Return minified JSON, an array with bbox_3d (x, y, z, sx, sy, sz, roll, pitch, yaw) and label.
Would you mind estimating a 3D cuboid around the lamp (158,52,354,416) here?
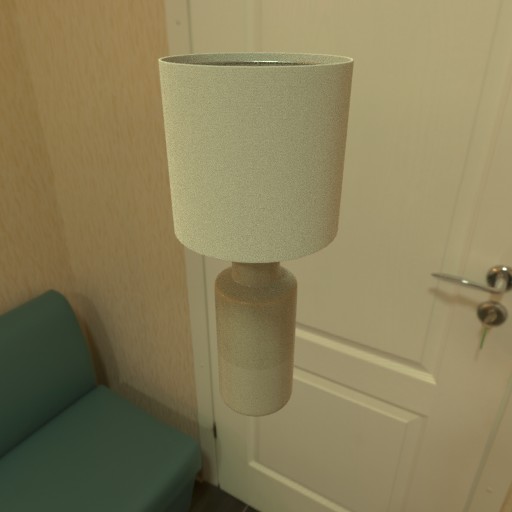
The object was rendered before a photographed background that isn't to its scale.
[{"bbox_3d":[0.000,0.000,0.603,0.212,0.493,0.212,1,28,1],"label":"lamp"}]
